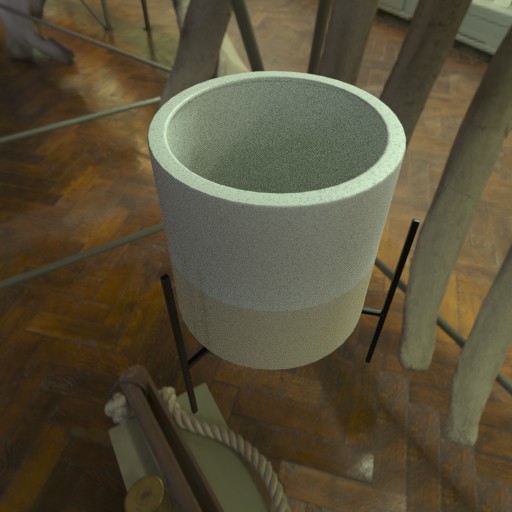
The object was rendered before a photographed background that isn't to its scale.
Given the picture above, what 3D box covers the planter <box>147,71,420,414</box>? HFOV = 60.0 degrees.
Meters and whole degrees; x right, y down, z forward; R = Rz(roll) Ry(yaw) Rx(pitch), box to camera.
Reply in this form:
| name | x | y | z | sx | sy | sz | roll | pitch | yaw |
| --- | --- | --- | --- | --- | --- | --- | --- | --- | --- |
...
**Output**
| name | x | y | z | sx | sy | sz | roll | pitch | yaw |
| --- | --- | --- | --- | --- | --- | --- | --- | --- | --- |
| planter | 0.000 | 0.000 | 0.543 | 0.263 | 0.362 | 0.267 | -22 | 50 | -20 |
